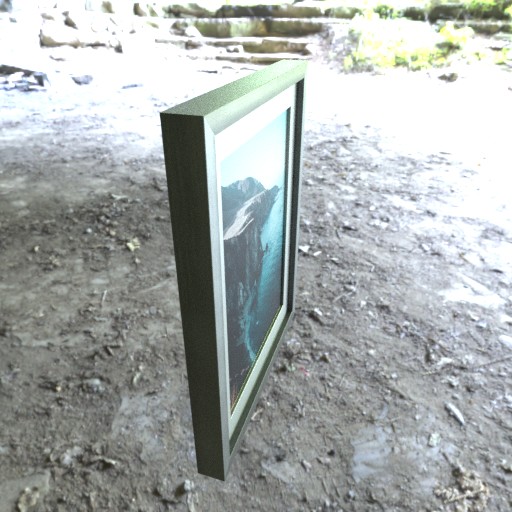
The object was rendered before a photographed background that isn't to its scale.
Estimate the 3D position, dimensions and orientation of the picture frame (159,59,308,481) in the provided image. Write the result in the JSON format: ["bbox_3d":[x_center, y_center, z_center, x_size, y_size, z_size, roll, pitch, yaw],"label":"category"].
[{"bbox_3d":[0.000,0.000,0.740,0.046,0.555,0.449,9,31,16],"label":"picture frame"}]
